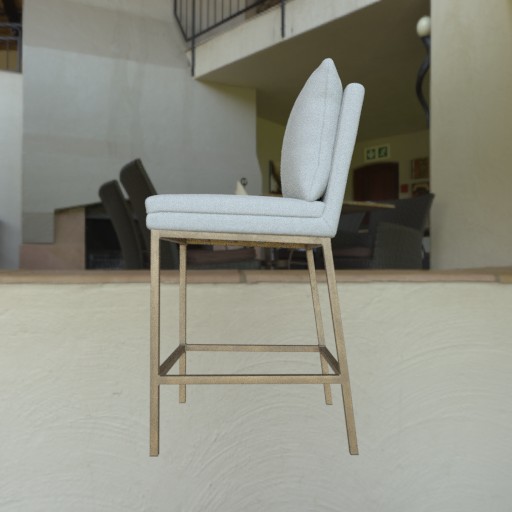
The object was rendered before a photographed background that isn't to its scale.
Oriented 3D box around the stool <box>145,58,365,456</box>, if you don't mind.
[{"bbox_3d":[0.000,0.000,1.357,0.572,1.032,0.463,0,0,0],"label":"stool"}]
